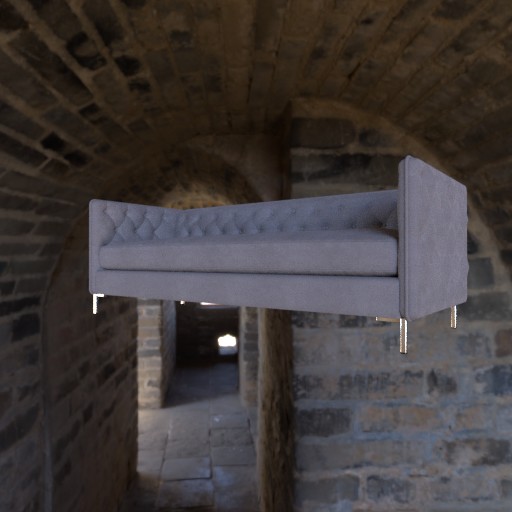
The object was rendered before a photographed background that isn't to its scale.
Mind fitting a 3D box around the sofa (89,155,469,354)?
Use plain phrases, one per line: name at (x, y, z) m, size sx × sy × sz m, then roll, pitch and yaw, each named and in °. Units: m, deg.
sofa at (0.000, 0.000, 2.662) m, size 2.209 × 0.771 × 0.895 m, roll 0°, pitch 0°, yaw 37°
